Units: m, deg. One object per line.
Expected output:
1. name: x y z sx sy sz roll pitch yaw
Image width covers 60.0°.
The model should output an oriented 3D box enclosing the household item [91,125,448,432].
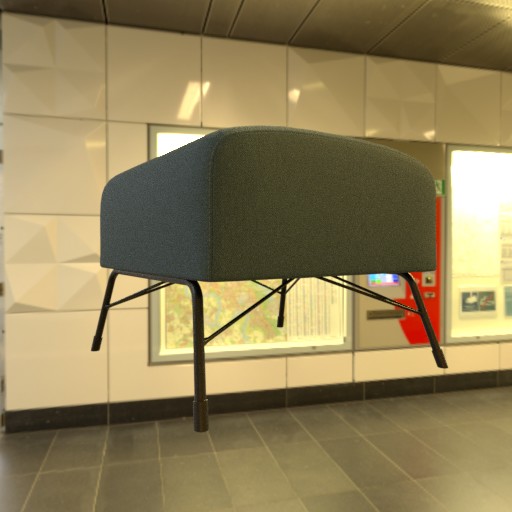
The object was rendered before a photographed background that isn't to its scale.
1. household item: 0.000 0.000 0.906 0.530 0.420 0.530 -1 1 -34
